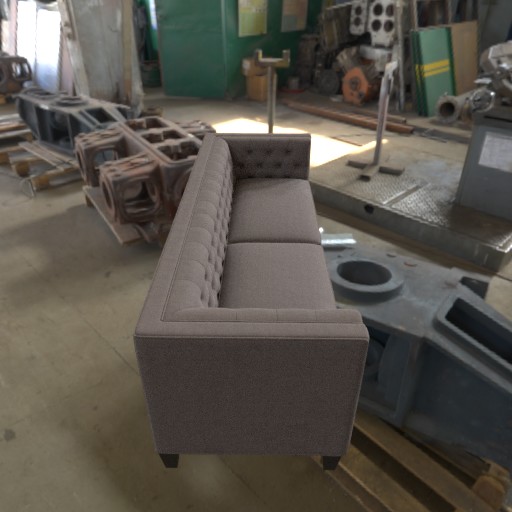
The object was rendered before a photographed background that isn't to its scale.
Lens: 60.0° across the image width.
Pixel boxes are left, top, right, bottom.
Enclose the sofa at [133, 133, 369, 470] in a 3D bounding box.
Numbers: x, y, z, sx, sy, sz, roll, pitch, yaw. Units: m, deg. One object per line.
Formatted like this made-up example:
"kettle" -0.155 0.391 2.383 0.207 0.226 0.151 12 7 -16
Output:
"sofa" 0.000 0.000 2.528 0.775 0.762 2.159 0 33 1
